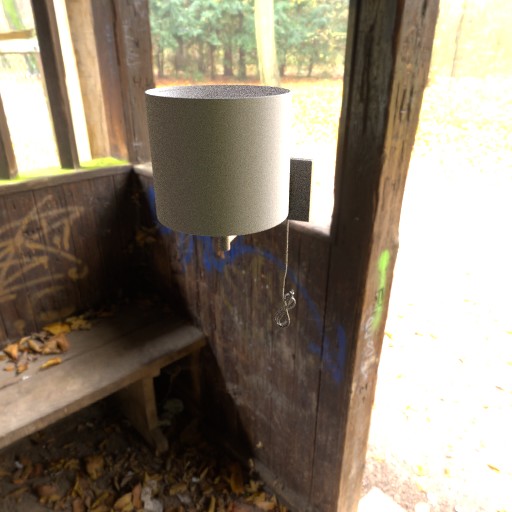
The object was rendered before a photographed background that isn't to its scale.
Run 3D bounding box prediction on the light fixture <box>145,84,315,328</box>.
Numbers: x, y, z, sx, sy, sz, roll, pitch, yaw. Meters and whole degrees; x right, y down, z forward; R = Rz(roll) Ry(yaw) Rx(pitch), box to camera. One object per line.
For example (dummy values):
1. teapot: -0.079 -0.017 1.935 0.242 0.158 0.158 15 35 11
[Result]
1. light fixture: 0.000 0.000 0.891 0.203 0.651 0.516 8 27 17
